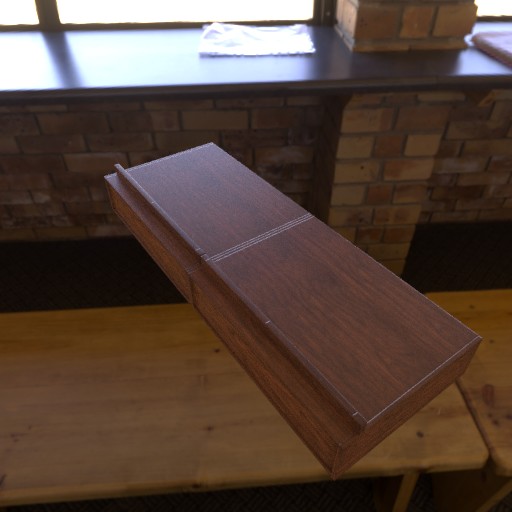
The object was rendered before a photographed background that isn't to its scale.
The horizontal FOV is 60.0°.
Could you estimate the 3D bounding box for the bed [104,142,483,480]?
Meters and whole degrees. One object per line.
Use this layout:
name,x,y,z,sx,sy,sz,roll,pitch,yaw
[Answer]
bed,0.000,0.000,2.297,0.787,0.326,2.057,-25,47,-26
